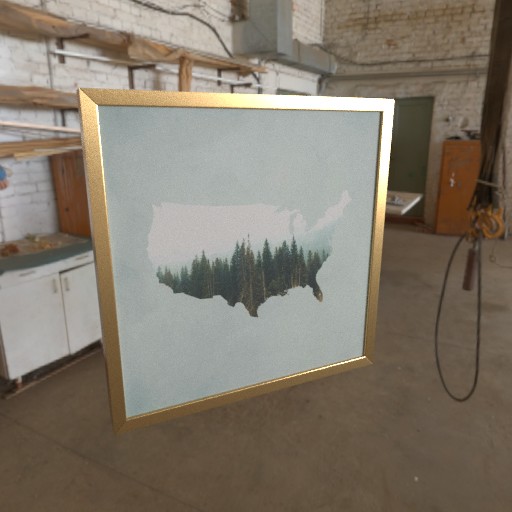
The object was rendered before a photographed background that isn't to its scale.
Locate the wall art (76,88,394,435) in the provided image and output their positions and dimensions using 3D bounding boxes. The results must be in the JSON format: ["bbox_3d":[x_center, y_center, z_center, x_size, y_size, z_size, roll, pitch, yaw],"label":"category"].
[{"bbox_3d":[0.000,0.000,0.745,0.509,0.509,0.040,-7,17,-25],"label":"wall art"}]
